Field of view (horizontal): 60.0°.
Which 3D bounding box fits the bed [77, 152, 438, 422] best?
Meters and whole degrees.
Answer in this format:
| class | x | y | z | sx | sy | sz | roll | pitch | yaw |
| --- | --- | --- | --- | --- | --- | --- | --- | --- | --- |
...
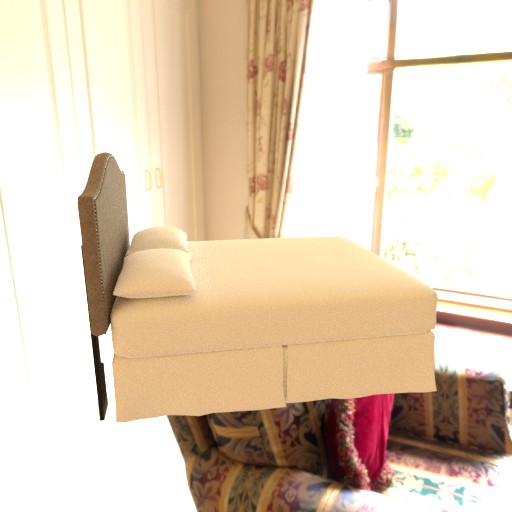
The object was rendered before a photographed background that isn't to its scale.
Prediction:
| class | x | y | z | sx | sy | sz | roll | pitch | yaw |
| --- | --- | --- | --- | --- | --- | --- | --- | --- | --- |
| bed | 0.000 | 0.000 | 3.304 | 2.153 | 1.518 | 1.713 | -3 | 16 | -10 |
